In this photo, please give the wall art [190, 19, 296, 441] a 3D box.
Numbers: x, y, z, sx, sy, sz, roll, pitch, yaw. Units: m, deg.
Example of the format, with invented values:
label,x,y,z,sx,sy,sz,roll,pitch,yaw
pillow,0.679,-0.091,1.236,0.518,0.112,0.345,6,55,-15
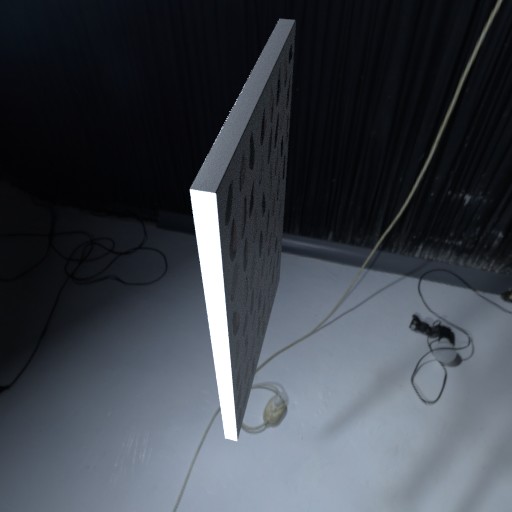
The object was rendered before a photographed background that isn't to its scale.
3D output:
label,x,y,z,sx,sy,sz,roll,pitch,yaw
wall art,0.000,0.000,0.748,0.025,0.608,0.405,10,49,9
